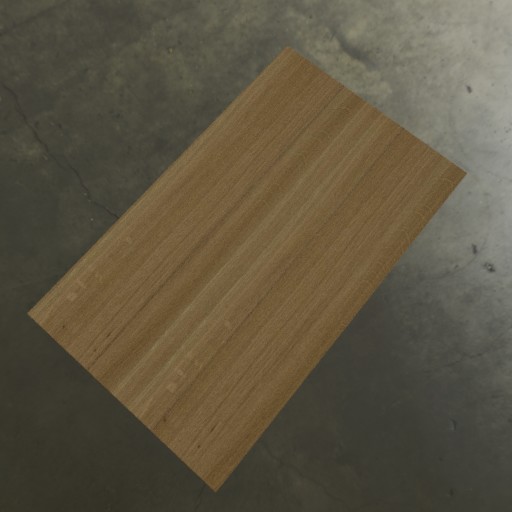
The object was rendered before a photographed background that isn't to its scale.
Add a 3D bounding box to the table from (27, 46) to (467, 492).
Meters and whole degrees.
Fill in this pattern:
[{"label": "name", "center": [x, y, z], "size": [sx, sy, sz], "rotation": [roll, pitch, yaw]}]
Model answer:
[{"label": "table", "center": [0.000, 0.000, 1.413], "size": [0.678, 0.353, 1.110], "rotation": [39, 79, 9]}]
